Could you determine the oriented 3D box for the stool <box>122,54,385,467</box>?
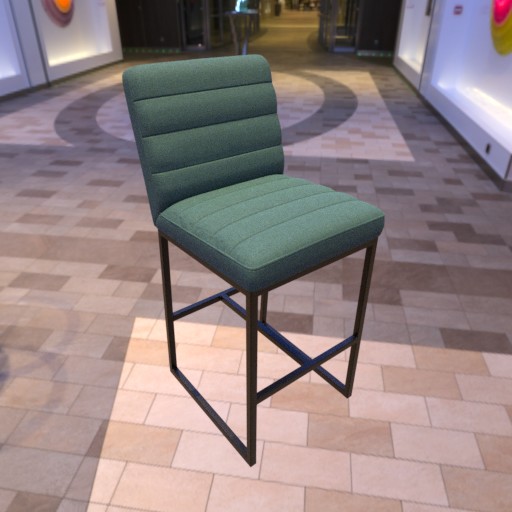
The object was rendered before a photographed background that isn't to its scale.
[{"bbox_3d":[0.000,0.000,1.320,0.460,1.040,0.560,-22,37,-32],"label":"stool"}]
